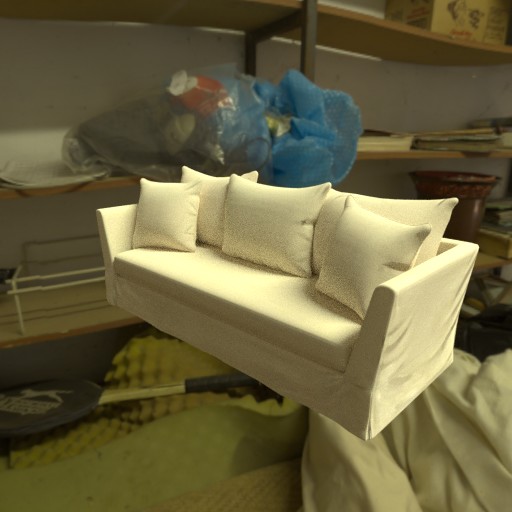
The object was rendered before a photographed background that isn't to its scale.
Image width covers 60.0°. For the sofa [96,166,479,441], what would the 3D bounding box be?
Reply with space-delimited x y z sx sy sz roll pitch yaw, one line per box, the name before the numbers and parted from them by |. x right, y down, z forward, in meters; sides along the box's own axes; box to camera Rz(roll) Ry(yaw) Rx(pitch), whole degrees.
sofa | 0.000 0.000 2.983 2.484 1.042 1.030 15 22 42
